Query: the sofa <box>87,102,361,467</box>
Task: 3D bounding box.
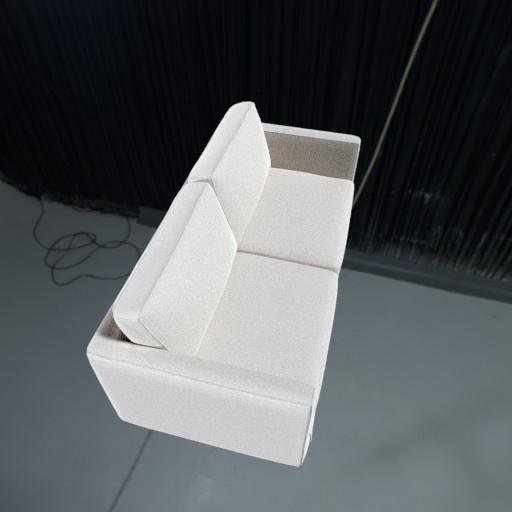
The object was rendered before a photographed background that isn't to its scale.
[{"bbox_3d":[0.000,0.000,2.266,0.873,0.888,1.722,11,48,10],"label":"sofa"}]
